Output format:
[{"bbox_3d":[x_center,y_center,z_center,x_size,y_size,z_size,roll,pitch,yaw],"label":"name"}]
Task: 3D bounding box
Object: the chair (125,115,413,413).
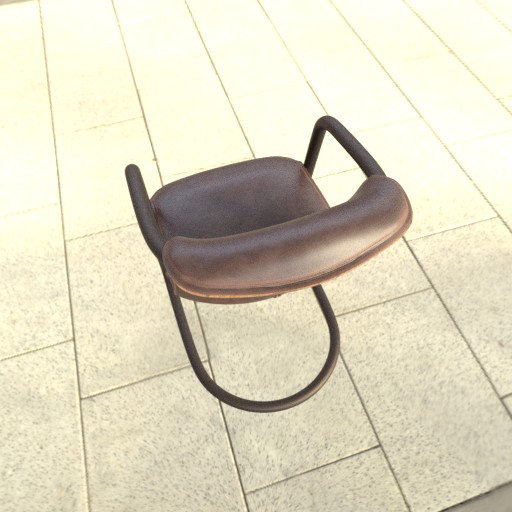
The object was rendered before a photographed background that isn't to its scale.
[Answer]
[{"bbox_3d":[0.000,0.000,1.225,0.536,0.836,0.664,-17,59,-11],"label":"chair"}]
